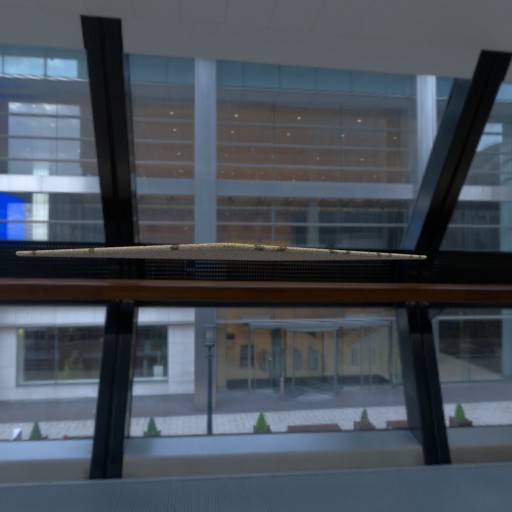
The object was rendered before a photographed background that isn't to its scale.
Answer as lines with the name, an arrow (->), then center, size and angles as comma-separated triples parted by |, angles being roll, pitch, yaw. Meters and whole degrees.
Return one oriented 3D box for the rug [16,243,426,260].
rug -> 0.000, 0.000, 2.883 | 1.501, 0.024, 2.348 | -1, -2, 37
